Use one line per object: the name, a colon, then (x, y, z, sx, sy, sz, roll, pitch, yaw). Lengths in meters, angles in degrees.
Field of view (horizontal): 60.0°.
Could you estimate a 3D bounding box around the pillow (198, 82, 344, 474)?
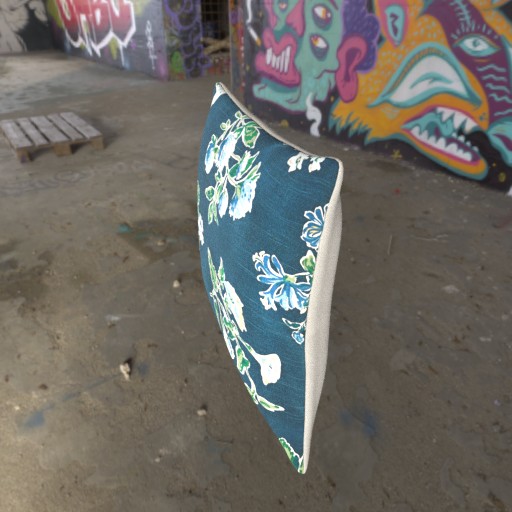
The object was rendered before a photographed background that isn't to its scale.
pillow: (0.000, 0.000, 0.786, 0.166, 0.508, 0.525, -9, 31, -15)
